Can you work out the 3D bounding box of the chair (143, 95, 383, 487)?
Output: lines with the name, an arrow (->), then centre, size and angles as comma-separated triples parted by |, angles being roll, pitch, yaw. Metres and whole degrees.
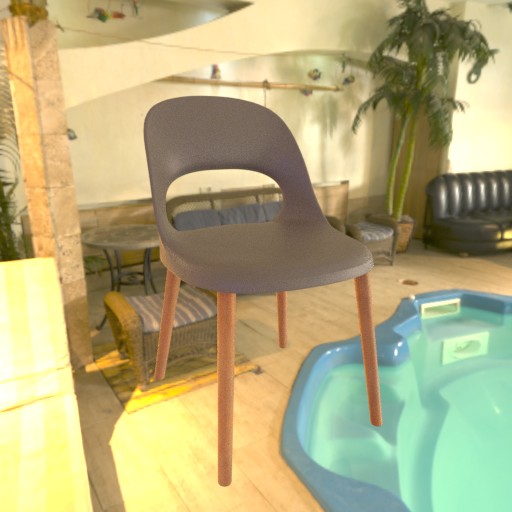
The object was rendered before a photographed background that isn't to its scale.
chair -> 0.000, 0.000, 1.115 | 0.470, 0.795, 0.556 | -8, 18, -27
